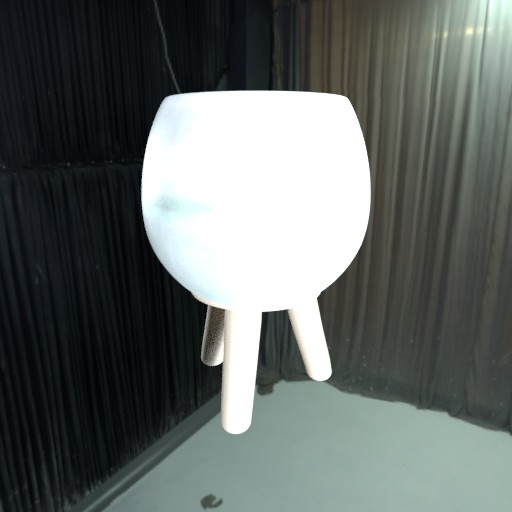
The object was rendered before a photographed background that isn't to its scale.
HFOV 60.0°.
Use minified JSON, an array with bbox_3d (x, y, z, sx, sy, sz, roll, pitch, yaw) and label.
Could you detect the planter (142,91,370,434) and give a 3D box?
[{"bbox_3d":[0.000,0.000,0.334,0.161,0.224,0.161,0,15,0],"label":"planter"}]
